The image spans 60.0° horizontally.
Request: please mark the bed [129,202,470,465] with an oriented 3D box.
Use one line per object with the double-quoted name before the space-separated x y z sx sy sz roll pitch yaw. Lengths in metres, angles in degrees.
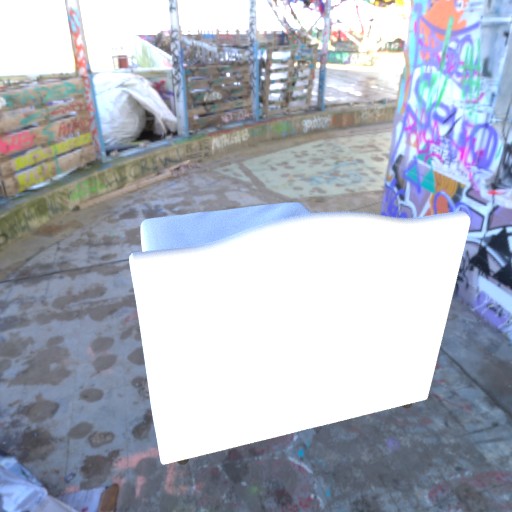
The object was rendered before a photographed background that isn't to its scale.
"bed" 0.000 0.000 3.297 1.753 1.460 2.143 -8 29 -15
